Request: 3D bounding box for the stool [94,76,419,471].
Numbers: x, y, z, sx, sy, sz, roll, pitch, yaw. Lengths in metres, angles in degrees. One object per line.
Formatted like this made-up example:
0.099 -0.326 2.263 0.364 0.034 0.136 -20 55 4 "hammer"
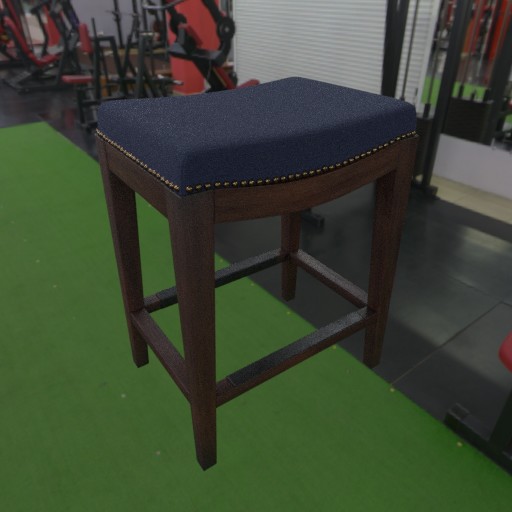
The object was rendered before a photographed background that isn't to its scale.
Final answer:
0.000 0.000 0.946 0.500 0.642 0.361 -20 37 -29 "stool"
